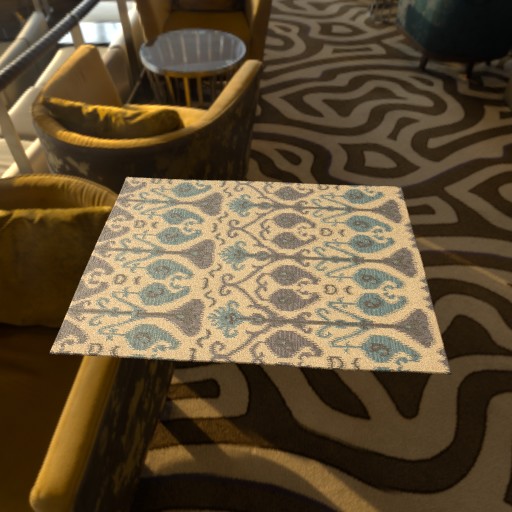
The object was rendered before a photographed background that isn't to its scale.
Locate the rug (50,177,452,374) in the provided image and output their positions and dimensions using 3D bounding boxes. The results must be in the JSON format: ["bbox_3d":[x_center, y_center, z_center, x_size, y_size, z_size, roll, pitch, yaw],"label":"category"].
[{"bbox_3d":[0.000,0.000,3.049,2.261,0.013,1.676,3,46,2],"label":"rug"}]
